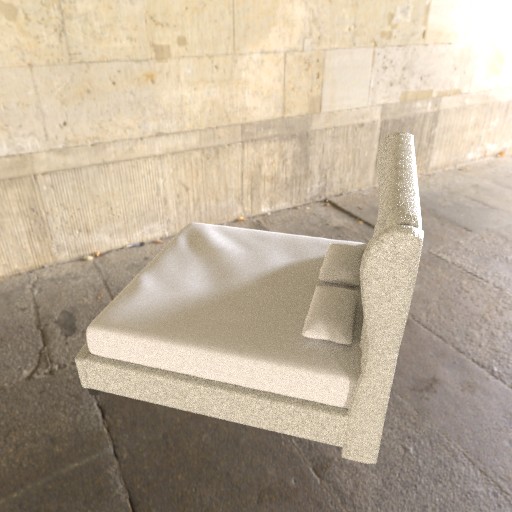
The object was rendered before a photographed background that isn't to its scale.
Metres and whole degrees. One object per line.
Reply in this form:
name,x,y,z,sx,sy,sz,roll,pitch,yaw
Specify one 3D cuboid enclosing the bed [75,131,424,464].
bed,0.000,0.000,3.780,2.347,1.771,2.219,8,30,14
